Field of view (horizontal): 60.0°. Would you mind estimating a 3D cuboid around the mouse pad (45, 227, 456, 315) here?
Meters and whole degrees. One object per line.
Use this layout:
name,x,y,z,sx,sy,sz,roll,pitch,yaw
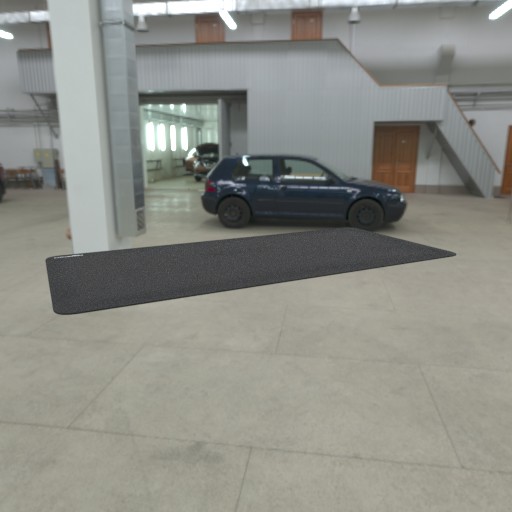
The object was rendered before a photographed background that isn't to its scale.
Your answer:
mouse pad,0.000,0.000,1.063,0.907,0.003,0.424,-7,15,-26
